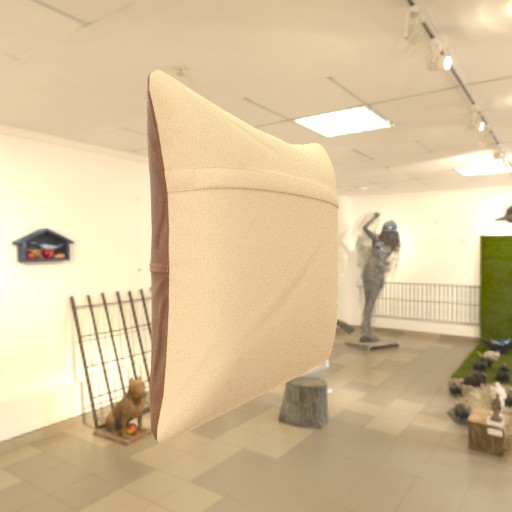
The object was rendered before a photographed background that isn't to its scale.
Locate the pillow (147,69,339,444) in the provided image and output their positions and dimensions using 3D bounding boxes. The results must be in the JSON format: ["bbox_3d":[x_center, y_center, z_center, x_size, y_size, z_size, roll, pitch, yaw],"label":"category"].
[{"bbox_3d":[0.000,0.000,0.746,0.192,0.470,0.484,1,1,34],"label":"pillow"}]
